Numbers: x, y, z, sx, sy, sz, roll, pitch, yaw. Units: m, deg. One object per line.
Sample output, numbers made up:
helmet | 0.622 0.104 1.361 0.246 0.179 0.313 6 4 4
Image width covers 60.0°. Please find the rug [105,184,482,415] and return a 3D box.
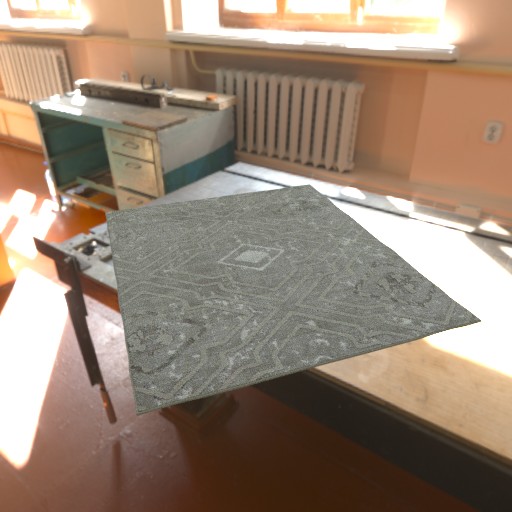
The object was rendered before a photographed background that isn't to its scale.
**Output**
rug | 0.000 0.000 0.893 0.548 0.006 0.639 -10 32 -17
